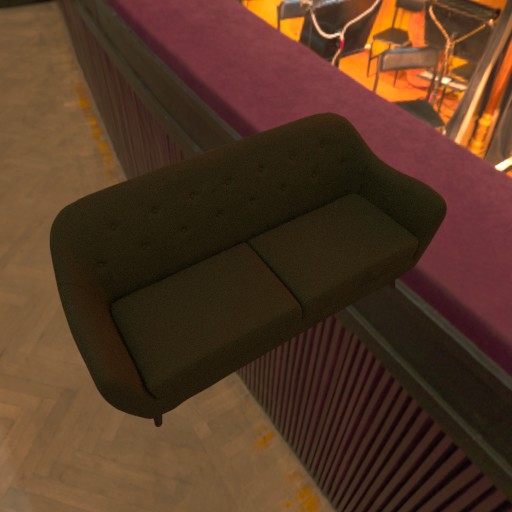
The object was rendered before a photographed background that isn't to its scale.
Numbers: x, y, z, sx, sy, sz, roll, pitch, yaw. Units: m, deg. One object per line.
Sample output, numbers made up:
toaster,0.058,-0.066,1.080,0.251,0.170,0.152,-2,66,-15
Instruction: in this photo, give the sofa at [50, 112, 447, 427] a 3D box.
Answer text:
sofa,0.000,0.000,2.247,1.840,0.836,0.820,-25,52,-22
